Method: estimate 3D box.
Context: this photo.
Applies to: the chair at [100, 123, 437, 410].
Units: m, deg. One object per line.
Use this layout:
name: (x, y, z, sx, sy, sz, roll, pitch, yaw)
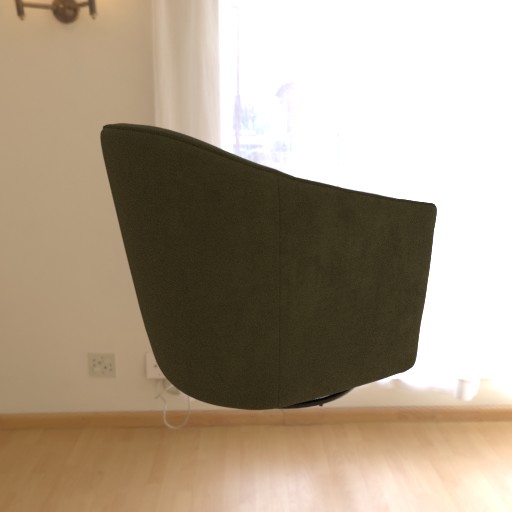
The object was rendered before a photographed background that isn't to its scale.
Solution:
chair: (0.000, 0.000, 1.414, 0.875, 0.799, 0.747, -7, 16, -26)
